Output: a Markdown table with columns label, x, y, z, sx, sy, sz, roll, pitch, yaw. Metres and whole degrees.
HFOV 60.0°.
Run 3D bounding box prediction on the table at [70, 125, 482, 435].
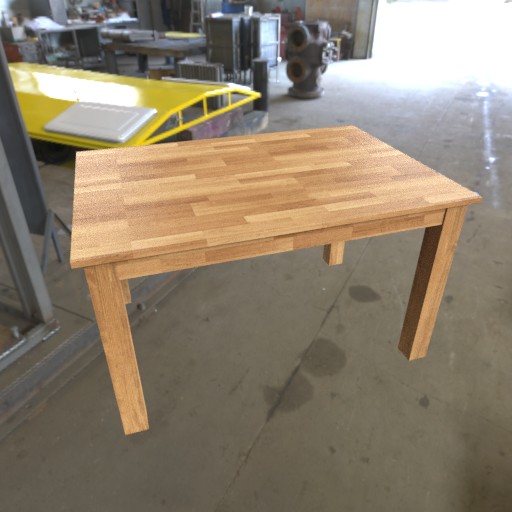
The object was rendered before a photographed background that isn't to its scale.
| label | x | y | z | sx | sy | sz | roll | pitch | yaw |
| --- | --- | --- | --- | --- | --- | --- | --- | --- | --- |
| table | 0.000 | 0.000 | 1.874 | 1.300 | 0.750 | 0.900 | -10 | 33 | -15 |
